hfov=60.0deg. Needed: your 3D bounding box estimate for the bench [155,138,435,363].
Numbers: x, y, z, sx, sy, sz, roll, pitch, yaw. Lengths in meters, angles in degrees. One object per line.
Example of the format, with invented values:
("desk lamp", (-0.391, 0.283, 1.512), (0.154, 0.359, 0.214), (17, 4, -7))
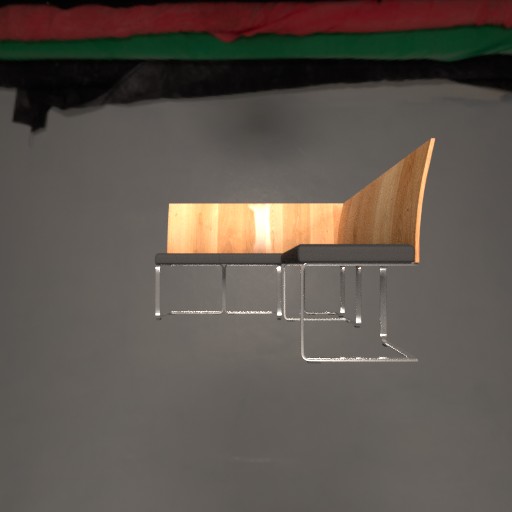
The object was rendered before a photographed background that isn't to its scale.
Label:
("bench", (0.000, 0.000, 2.796), (1.495, 0.930, 1.945), (0, -1, 0))
